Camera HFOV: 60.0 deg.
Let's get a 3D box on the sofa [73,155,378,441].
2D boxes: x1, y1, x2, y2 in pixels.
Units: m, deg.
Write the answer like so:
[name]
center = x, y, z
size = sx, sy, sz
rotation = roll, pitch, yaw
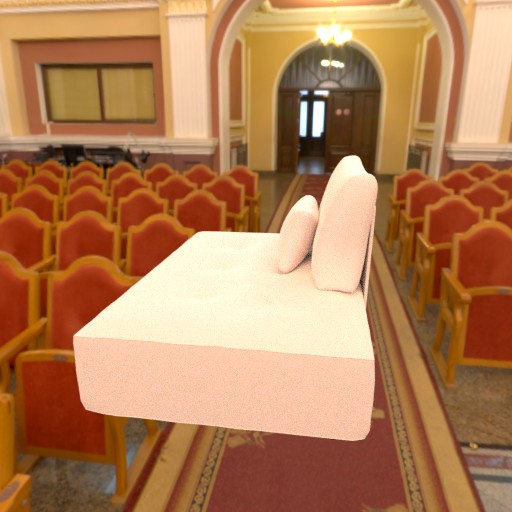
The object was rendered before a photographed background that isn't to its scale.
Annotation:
[sofa]
center = 0.000, 0.000, 2.045
size = 1.000, 0.820, 1.450
rotation = 3, 17, 9
